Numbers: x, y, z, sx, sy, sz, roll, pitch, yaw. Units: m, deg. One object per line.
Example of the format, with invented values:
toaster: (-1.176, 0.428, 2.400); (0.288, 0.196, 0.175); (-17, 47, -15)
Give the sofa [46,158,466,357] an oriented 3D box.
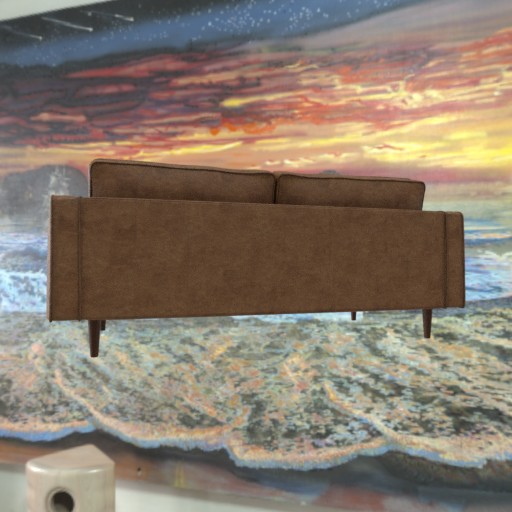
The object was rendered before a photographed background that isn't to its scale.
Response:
sofa: (0.000, 0.000, 2.350); (1.920, 0.825, 0.924); (0, -1, -17)
